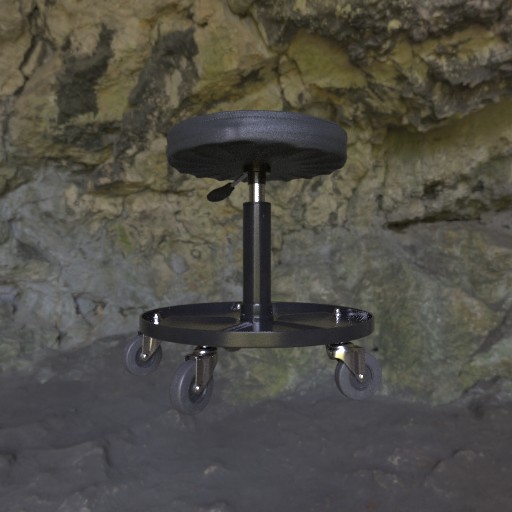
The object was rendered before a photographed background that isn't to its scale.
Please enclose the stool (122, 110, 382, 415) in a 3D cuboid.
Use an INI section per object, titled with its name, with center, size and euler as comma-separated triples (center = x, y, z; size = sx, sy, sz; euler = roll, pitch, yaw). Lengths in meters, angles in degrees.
[stool]
center = 0.000, 0.000, 0.685
size = 0.381, 0.365, 0.382
euler = 0, 0, -35
